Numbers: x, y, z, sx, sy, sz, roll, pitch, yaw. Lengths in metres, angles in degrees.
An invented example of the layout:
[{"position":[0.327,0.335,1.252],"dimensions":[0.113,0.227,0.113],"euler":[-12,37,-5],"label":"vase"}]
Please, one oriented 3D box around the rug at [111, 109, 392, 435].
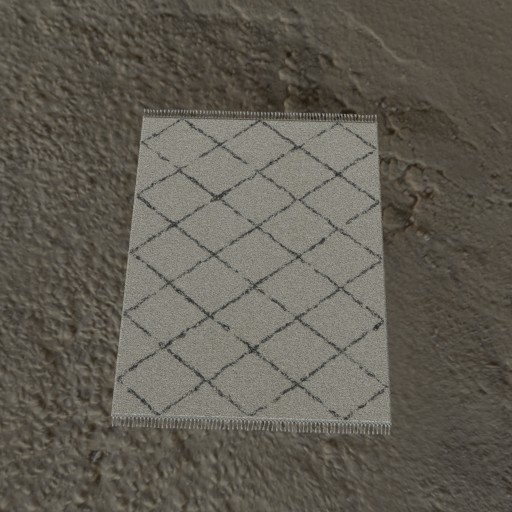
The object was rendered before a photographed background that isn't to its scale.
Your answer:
[{"position":[0.000,0.000,4.129],"dimensions":[2.380,0.013,3.051],"euler":[2,75,0],"label":"rug"}]
